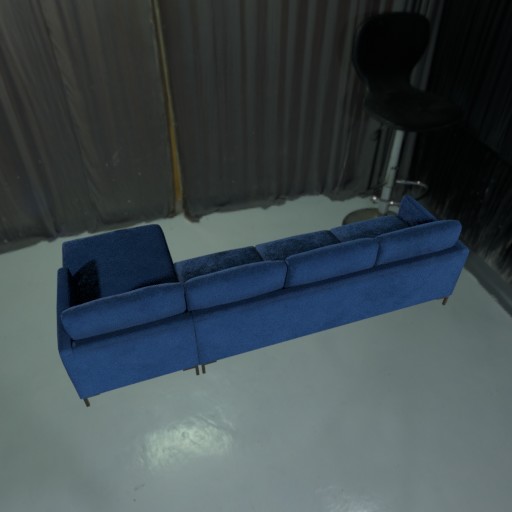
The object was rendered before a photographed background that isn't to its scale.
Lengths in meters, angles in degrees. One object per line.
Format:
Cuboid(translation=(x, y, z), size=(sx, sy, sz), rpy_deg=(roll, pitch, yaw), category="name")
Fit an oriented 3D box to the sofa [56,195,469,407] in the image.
Cuboid(translation=(0.000, 0.000, 3.508), size=(2.932, 0.810, 1.350), rpy_deg=(-13, 43, -14), category="sofa")
